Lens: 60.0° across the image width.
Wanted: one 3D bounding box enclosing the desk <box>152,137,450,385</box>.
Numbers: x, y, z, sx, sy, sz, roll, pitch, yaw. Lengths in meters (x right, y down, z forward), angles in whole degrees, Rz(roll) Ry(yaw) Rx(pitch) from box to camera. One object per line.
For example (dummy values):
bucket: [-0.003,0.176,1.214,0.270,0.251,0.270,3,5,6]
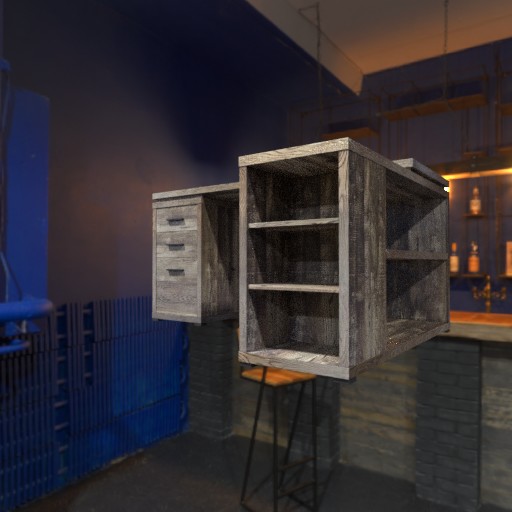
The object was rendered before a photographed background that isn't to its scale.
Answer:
desk: [0.000,0.000,2.182,1.524,0.753,1.200,-1,-1,36]
